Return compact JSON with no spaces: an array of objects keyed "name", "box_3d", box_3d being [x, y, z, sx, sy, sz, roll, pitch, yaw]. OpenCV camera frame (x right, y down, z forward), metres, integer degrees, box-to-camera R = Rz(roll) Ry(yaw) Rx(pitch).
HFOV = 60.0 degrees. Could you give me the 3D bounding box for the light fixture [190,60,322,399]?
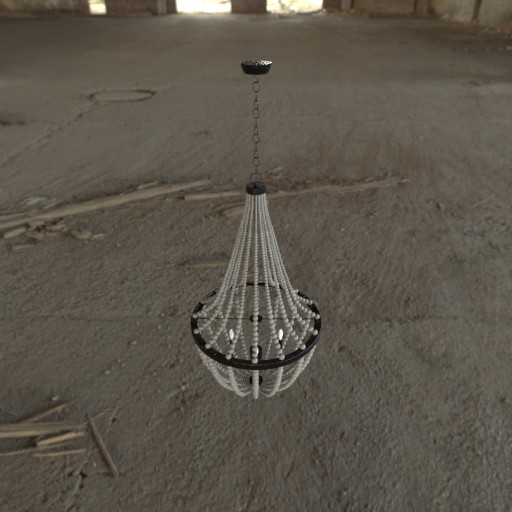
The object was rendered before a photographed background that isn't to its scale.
[{"name":"light fixture","box_3d":[0.000,0.000,1.404,0.450,1.133,0.450,0,31,0]}]
